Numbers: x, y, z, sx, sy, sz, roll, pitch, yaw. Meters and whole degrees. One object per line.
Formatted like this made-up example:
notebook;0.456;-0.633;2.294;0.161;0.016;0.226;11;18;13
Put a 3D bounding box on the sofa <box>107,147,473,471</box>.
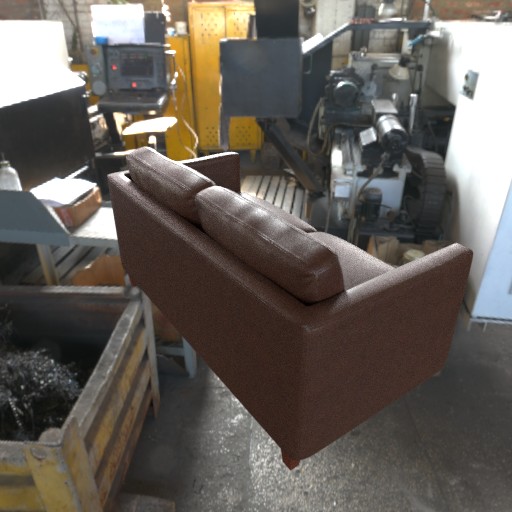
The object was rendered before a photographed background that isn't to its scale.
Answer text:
sofa;0.000;0.000;2.393;0.951;0.933;1.883;-18;33;-30
